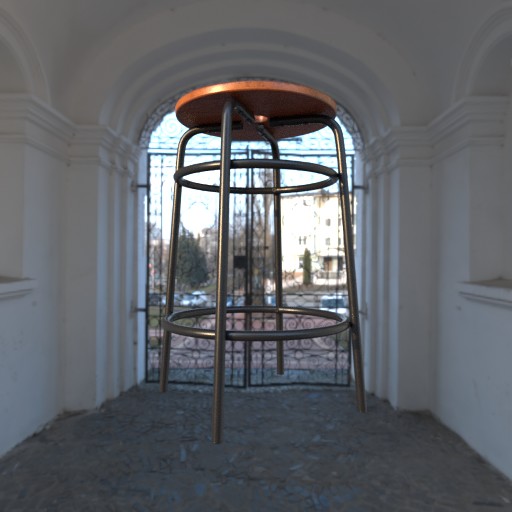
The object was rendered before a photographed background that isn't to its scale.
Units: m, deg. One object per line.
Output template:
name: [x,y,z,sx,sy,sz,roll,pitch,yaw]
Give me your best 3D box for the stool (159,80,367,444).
stool: [0.000,0.000,0.935,0.455,0.610,0.455,0,0,17]
